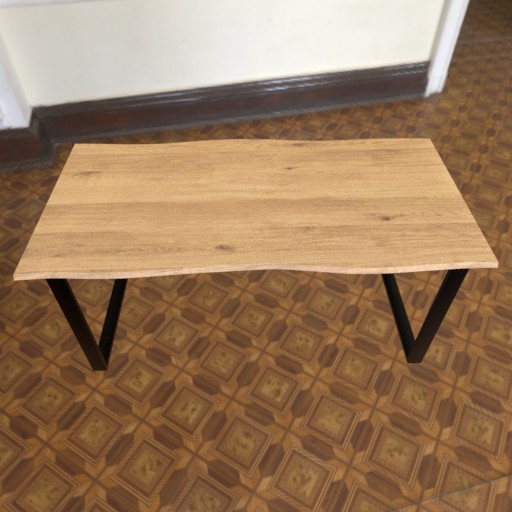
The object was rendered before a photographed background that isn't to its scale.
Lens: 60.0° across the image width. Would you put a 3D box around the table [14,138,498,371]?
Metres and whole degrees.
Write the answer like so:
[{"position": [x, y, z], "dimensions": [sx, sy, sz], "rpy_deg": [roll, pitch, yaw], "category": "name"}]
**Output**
[{"position": [0.000, 0.000, 2.212], "dimensions": [1.800, 0.780, 0.900], "rpy_deg": [-1, 46, -1], "category": "table"}]
